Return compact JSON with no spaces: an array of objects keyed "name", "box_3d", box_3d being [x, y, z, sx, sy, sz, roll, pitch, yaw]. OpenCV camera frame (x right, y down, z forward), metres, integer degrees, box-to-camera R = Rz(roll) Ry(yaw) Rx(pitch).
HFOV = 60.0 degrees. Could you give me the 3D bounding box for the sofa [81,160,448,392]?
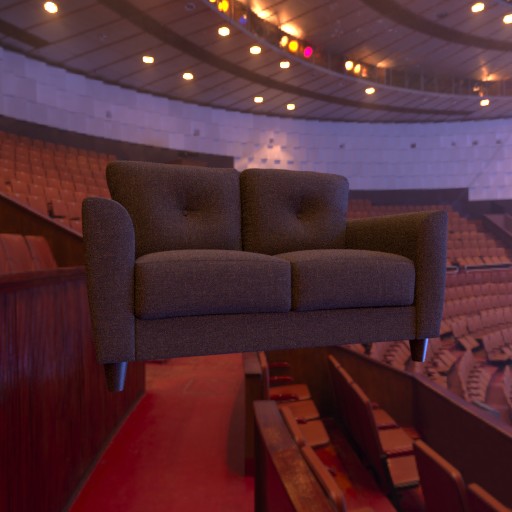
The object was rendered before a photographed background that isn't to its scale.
[{"name":"sofa","box_3d":[0.000,0.000,1.986,1.423,0.885,0.851,0,0,-19]}]
